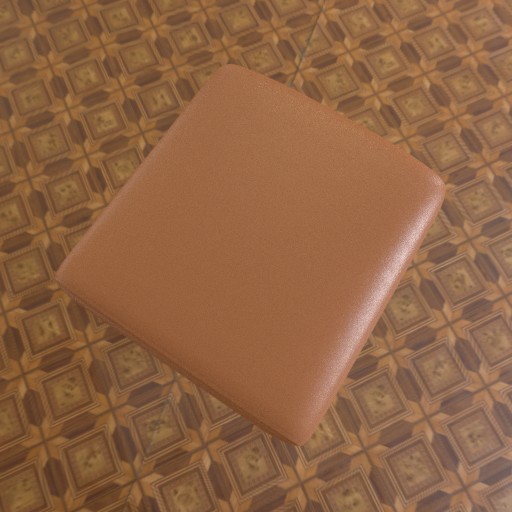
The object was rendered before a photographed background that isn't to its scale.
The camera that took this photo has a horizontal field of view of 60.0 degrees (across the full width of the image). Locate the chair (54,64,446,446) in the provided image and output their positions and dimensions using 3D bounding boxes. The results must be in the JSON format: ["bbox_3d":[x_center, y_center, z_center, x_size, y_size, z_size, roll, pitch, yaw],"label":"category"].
[{"bbox_3d":[0.000,0.000,0.890,0.530,0.410,0.530,32,76,9],"label":"chair"}]
